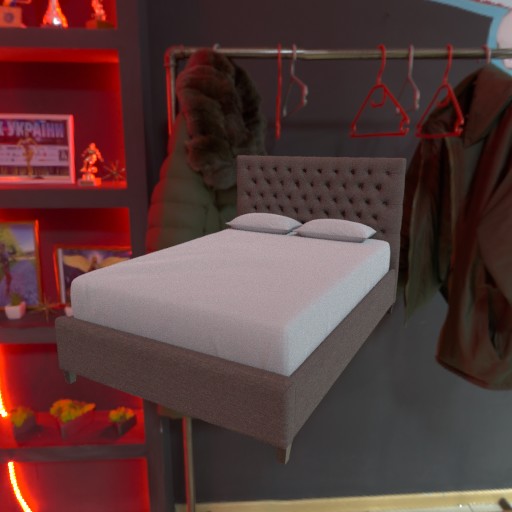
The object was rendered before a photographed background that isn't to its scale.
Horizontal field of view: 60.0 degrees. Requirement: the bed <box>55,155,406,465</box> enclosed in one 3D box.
[{"bbox_3d":[0.000,0.000,3.396,1.698,1.427,2.387,8,16,28],"label":"bed"}]
